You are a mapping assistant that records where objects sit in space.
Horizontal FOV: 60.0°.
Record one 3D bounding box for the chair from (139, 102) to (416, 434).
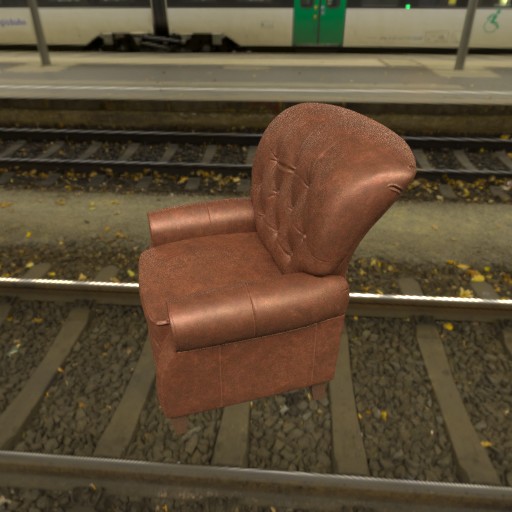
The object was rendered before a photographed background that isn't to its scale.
[{"bbox_3d":[0.000,0.000,1.959,1.031,1.162,0.979,-9,32,-14],"label":"chair"}]
